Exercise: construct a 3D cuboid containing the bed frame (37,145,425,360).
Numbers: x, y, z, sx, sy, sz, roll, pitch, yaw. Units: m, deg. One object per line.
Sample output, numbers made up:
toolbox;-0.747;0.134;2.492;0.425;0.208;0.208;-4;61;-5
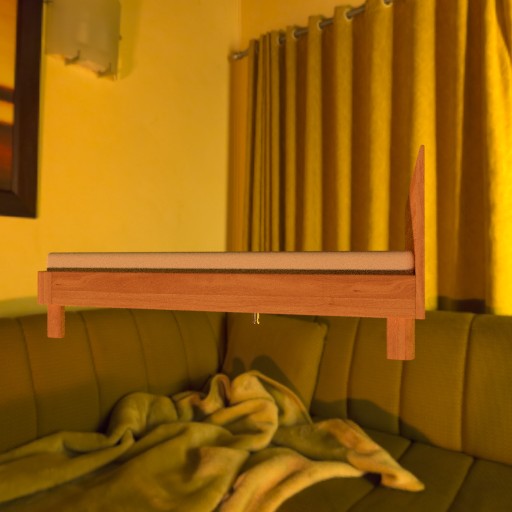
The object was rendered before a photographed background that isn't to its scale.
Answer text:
bed frame;0.000;0.000;3.099;2.092;0.940;1.872;0;0;17
